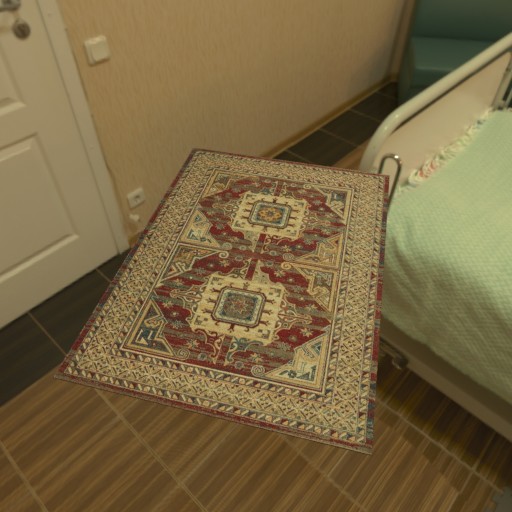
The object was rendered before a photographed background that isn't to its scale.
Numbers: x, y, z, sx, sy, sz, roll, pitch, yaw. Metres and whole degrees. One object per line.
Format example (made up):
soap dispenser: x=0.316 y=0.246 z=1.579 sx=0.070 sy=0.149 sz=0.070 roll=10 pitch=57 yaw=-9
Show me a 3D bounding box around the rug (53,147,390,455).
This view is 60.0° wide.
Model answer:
rug: x=0.000 y=0.000 z=4.228 sx=2.381 sy=0.013 sz=3.197 roll=10 pitch=48 yaw=9
